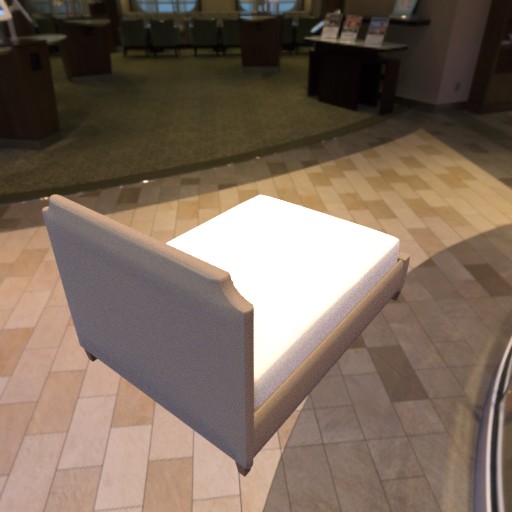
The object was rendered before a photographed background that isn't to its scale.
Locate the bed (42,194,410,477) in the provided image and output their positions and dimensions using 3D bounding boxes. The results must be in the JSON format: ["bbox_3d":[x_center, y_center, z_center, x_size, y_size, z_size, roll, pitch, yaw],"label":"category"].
[{"bbox_3d":[0.000,0.000,3.484,1.713,1.443,2.372,22,38,32],"label":"bed"}]
